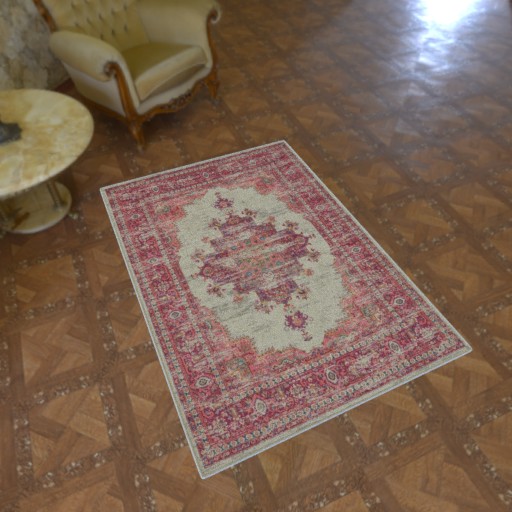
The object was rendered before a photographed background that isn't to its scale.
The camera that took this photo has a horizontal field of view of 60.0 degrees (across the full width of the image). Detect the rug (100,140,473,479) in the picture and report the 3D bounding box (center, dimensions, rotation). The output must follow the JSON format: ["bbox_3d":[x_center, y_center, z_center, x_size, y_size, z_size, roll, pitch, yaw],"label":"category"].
[{"bbox_3d":[0.000,0.000,3.677,2.005,0.014,2.878,-19,50,-16],"label":"rug"}]
